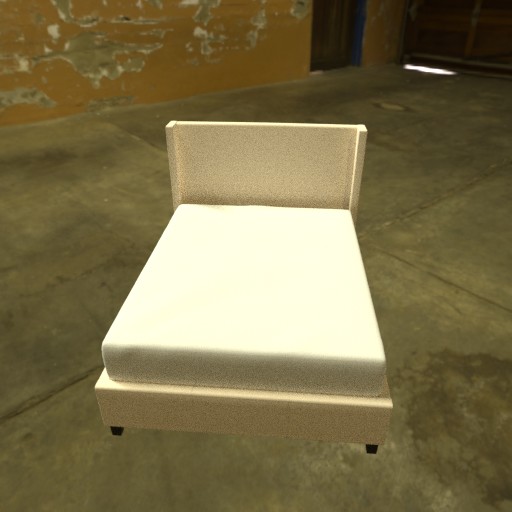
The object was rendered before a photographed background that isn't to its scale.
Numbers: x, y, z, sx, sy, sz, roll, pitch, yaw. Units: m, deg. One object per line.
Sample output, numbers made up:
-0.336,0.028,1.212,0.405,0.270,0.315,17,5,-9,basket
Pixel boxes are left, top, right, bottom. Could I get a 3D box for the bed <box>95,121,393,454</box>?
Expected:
0.000,0.000,3.414,1.765,1.471,2.280,2,31,4,bed
